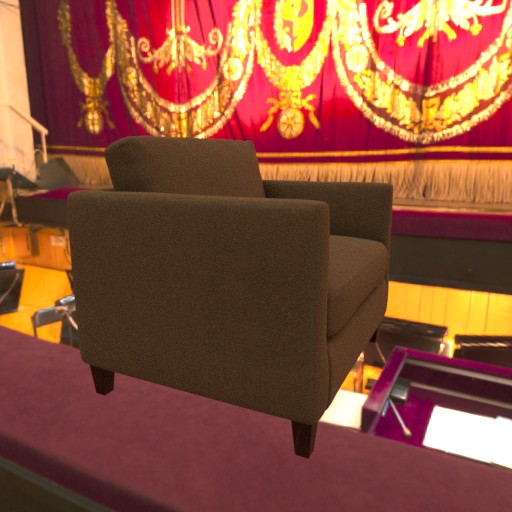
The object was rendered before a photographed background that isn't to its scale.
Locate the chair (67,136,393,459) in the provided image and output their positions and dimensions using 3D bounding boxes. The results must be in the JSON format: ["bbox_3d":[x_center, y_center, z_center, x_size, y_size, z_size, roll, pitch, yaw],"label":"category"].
[{"bbox_3d":[0.000,0.000,1.834,0.959,0.963,1.107,6,14,26],"label":"chair"}]
